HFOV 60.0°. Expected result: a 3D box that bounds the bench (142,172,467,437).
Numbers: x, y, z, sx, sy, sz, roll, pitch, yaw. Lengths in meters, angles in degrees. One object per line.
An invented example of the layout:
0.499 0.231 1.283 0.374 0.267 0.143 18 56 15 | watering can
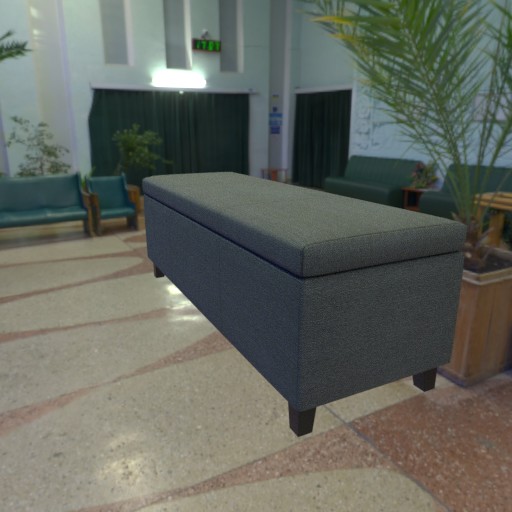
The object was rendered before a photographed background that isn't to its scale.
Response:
0.000 0.000 1.473 0.446 0.438 1.269 -8 18 -26 | bench
